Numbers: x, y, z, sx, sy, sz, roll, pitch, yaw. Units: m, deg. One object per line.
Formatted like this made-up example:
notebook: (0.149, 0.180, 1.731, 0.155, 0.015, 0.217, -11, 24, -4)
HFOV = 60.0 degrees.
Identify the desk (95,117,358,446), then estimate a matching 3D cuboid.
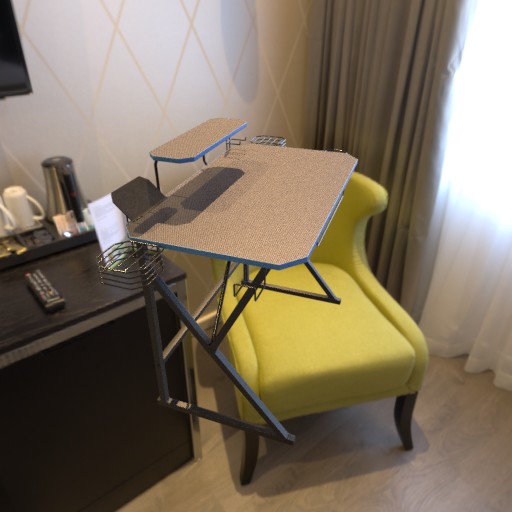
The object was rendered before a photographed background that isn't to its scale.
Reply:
desk: (0.000, 0.000, 1.738, 0.594, 0.909, 1.295, 10, 32, 17)
